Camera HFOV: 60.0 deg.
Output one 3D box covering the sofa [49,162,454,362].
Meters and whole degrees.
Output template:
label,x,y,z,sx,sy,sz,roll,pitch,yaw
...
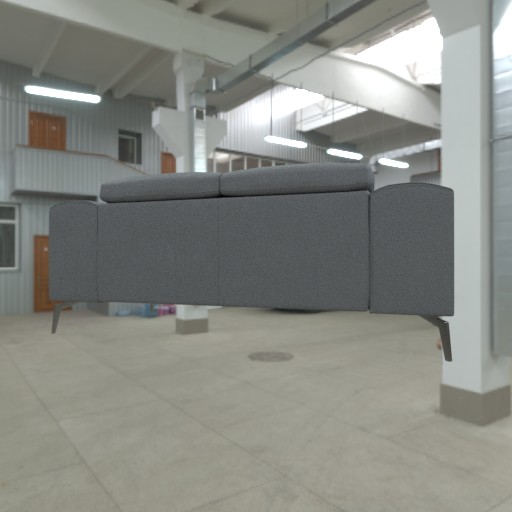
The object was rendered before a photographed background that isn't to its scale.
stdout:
label,x,y,z,sx,sy,sz,roll,pitch,yaw
sofa,0.000,0.000,2.374,1.895,0.779,1.003,0,0,19
